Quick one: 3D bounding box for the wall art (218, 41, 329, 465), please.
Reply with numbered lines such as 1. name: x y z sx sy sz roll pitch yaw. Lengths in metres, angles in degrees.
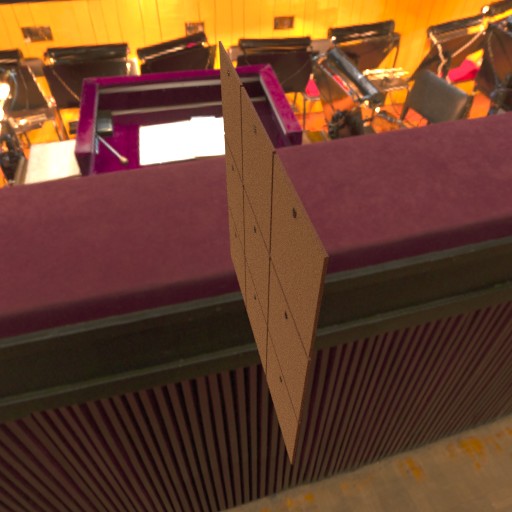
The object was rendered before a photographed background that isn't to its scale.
1. wall art: 0.000 0.000 2.233 0.019 1.532 1.533 -10 47 -10
